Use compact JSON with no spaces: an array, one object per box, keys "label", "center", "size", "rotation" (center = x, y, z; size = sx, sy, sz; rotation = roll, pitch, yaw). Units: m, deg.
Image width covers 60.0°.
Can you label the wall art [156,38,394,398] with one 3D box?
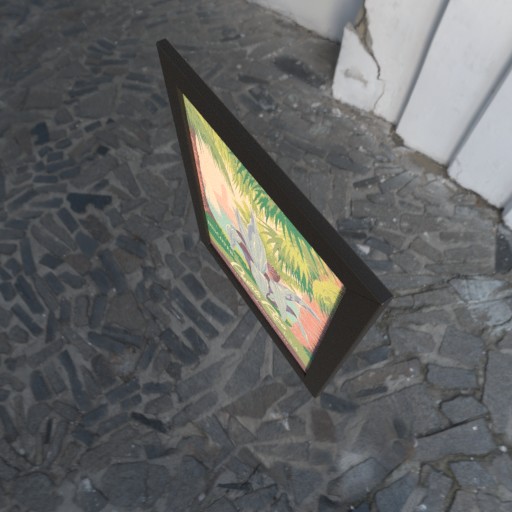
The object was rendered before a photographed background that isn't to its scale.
[{"label":"wall art","center":[0.000,0.000,0.802],"size":[0.018,0.582,0.481],"rotation":[-31,67,-15]}]
